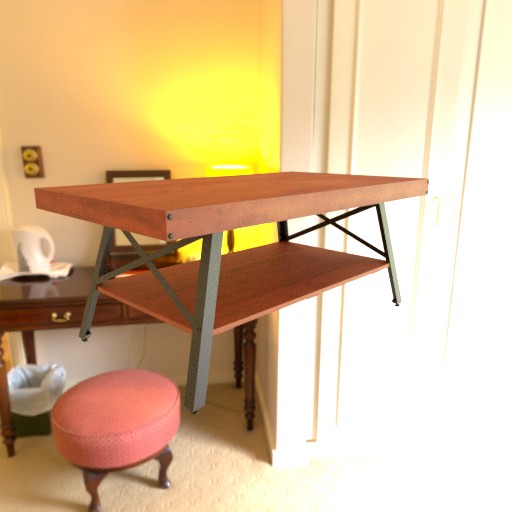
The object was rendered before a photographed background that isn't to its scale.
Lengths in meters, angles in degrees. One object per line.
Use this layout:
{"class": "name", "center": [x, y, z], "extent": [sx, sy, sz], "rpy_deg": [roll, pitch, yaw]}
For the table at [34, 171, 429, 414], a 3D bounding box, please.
{"class": "table", "center": [0.000, 0.000, 1.397], "extent": [0.610, 0.457, 1.067], "rpy_deg": [13, 19, 43]}
